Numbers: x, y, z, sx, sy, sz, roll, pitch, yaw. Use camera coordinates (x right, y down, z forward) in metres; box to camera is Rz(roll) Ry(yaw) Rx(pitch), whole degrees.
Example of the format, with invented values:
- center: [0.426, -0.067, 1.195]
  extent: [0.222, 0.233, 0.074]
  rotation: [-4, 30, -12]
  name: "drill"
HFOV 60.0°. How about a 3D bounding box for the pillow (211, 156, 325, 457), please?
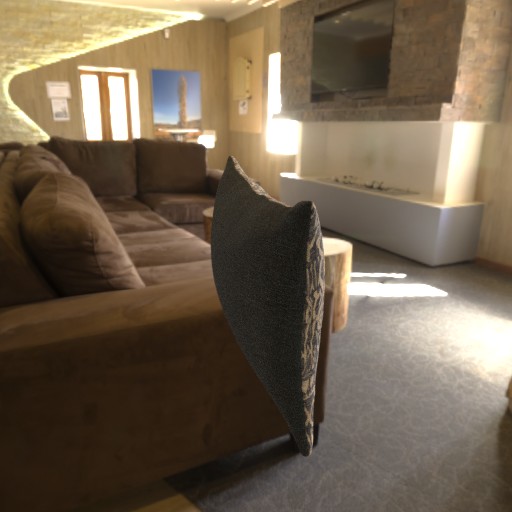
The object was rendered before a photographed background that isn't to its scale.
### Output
- center: [0.000, 0.000, 0.755]
  extent: [0.148, 0.292, 0.631]
  rotation: [-3, 17, -10]
  name: "pillow"
